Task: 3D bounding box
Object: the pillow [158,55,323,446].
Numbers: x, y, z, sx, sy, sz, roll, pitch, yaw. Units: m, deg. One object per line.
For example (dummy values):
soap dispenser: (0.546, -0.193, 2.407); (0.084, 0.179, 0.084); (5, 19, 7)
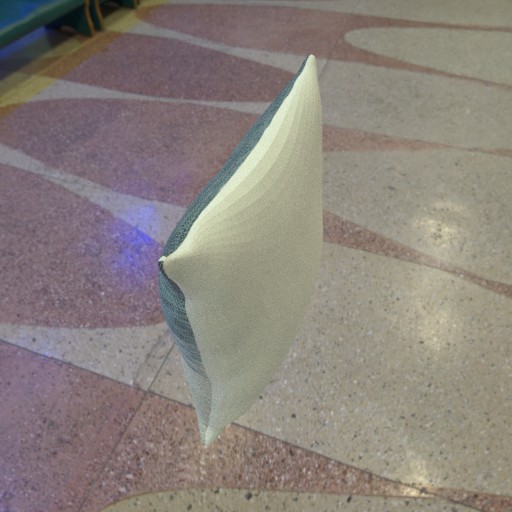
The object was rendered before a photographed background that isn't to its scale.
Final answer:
pillow: (0.000, 0.000, 0.667); (0.182, 0.441, 0.440); (17, 50, 15)
